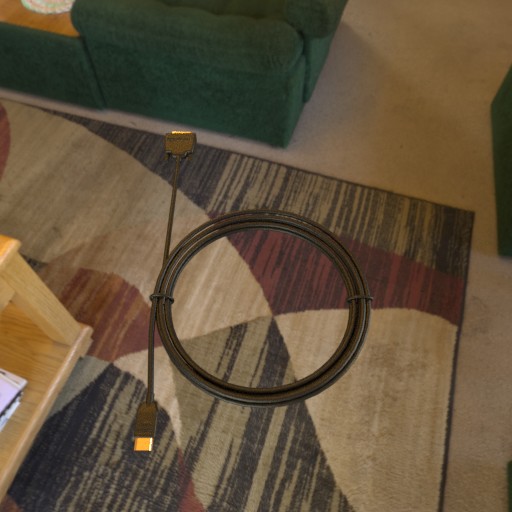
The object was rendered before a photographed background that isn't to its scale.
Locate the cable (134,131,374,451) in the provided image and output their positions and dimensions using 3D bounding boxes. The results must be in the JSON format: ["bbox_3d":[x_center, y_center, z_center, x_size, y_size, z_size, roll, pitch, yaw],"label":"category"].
[{"bbox_3d":[0.000,0.000,0.518,0.257,0.030,0.422,0,58,0],"label":"cable"}]
